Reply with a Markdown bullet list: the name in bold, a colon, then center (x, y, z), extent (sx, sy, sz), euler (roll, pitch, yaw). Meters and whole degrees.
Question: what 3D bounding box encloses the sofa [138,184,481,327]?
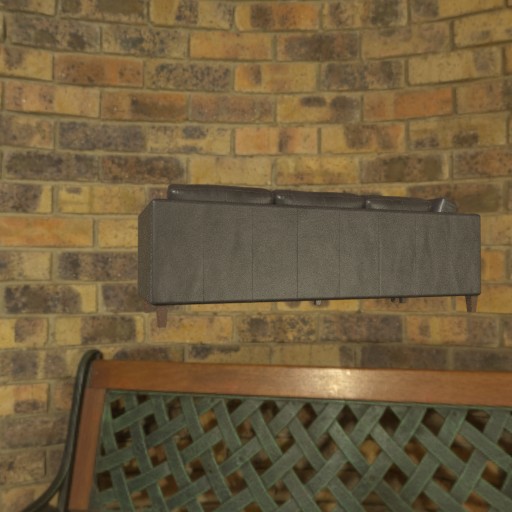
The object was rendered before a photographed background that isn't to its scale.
- **sofa**: center (0.000, 0.000, 4.501), extent (2.452, 0.891, 3.324), euler (0, -1, -20)
